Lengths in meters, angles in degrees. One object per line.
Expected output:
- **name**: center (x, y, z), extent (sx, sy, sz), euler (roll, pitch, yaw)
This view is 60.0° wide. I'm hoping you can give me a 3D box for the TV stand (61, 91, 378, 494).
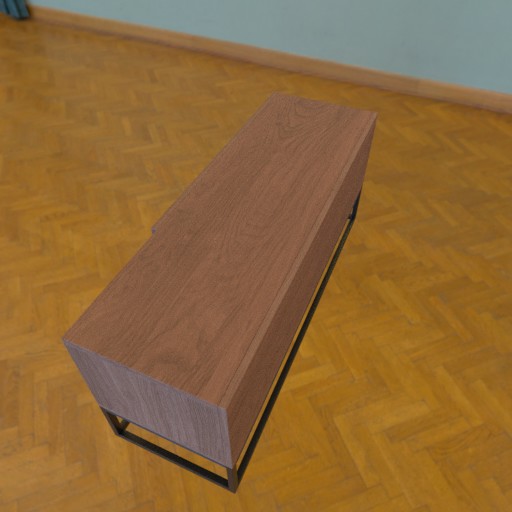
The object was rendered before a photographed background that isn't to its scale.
- **TV stand**: center (0.000, 0.000, 1.426), extent (0.415, 0.500, 1.200), euler (18, 49, 16)
